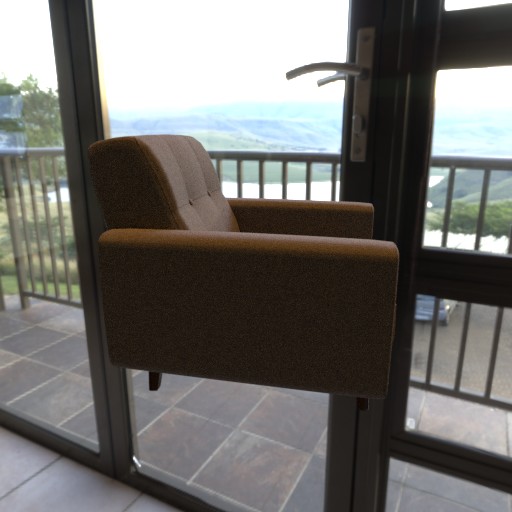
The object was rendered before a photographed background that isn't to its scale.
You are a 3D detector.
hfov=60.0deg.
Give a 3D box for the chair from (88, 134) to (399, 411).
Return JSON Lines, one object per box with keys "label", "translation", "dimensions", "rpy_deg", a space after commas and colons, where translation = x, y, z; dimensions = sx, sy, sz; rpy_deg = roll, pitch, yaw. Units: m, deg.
{"label": "chair", "translation": [0.000, 0.000, 1.585], "dimensions": [0.907, 0.839, 0.831], "rpy_deg": [2, 15, 9]}
